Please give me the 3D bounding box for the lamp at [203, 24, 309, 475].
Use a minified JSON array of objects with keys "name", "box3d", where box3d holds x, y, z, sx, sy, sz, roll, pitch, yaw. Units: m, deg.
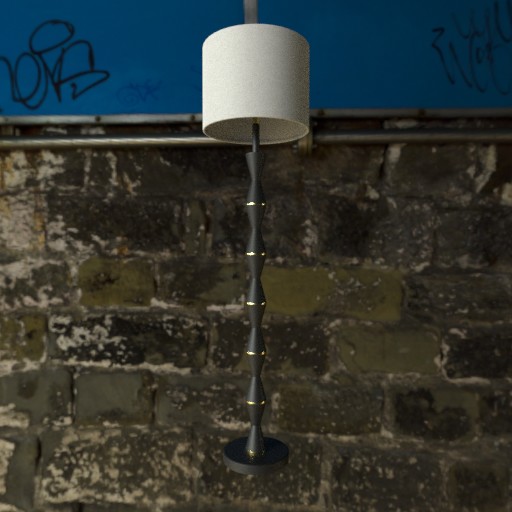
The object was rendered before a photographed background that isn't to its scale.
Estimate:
[{"name":"lamp","box3d":[0.000,0.000,1.607,0.381,1.480,0.381,0,1,19]}]
